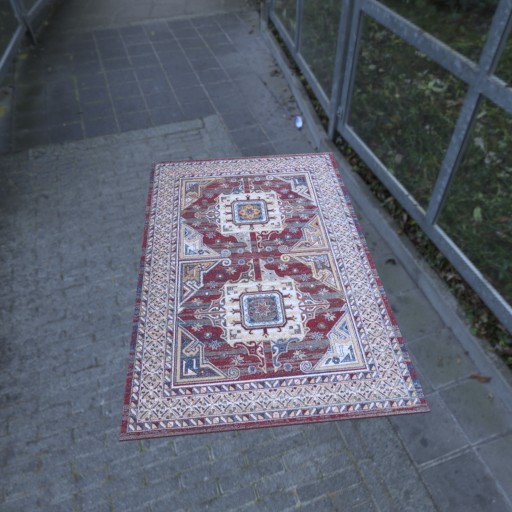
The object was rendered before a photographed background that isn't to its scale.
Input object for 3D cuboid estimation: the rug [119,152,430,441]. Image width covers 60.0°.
[{"bbox_3d":[0.000,0.000,5.858,3.033,0.033,4.578,-4,46,-4],"label":"rug"}]
